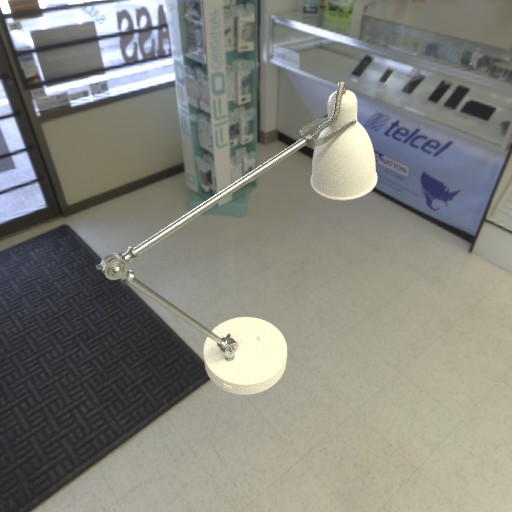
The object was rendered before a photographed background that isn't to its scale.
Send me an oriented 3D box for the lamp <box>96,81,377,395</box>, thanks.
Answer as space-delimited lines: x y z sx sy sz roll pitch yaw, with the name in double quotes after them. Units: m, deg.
0.000 0.000 0.837 0.561 0.587 0.187 -26 47 -27 "lamp"
